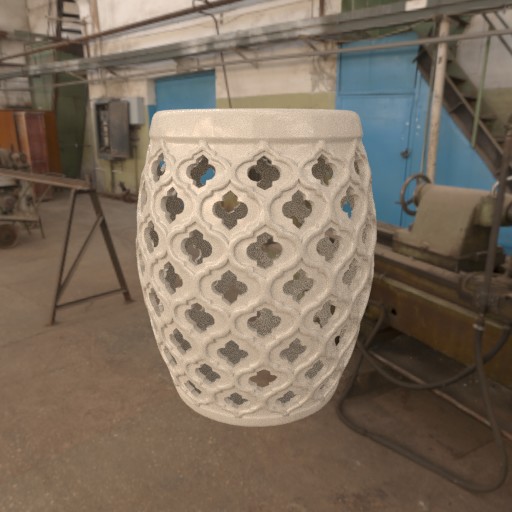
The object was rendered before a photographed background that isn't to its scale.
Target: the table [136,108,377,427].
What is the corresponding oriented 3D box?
[{"bbox_3d":[0.000,0.000,0.626,0.325,0.388,0.325,0,17,0],"label":"table"}]
